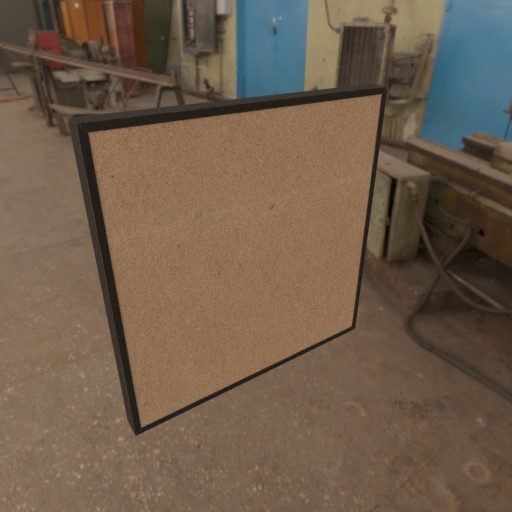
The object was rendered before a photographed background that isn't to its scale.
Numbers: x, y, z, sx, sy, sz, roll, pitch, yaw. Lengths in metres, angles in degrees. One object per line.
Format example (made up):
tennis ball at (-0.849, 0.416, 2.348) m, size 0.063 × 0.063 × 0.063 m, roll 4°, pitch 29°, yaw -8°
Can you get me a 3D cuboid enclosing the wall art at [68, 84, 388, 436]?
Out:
wall art at (0.000, 0.000, 0.752) m, size 0.508 × 0.508 × 0.038 m, roll -18°, pitch 33°, yaw -30°
